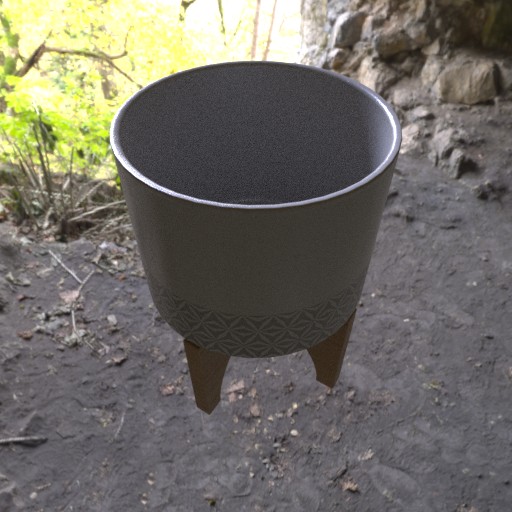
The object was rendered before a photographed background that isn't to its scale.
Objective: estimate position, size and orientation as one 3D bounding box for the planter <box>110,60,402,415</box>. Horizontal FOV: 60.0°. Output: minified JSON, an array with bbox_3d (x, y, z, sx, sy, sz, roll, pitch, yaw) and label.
[{"bbox_3d":[0.000,0.000,0.384,0.188,0.260,0.188,0,46,0],"label":"planter"}]
